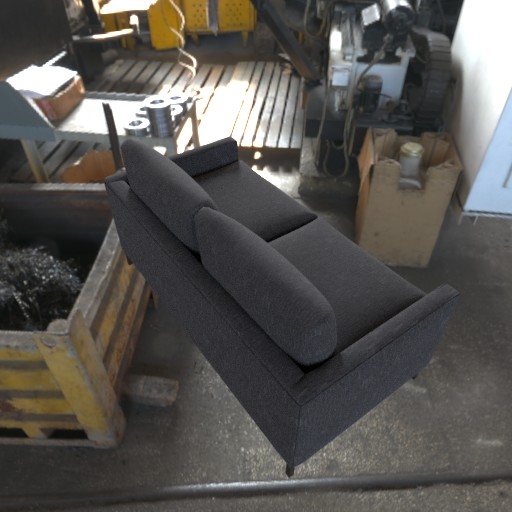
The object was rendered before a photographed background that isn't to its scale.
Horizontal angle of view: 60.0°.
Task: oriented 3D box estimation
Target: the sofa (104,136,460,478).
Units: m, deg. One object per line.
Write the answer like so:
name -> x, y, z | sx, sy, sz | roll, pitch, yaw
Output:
sofa -> 0.000, 0.000, 2.235 | 0.866, 0.862, 1.716 | -26, 48, -26
